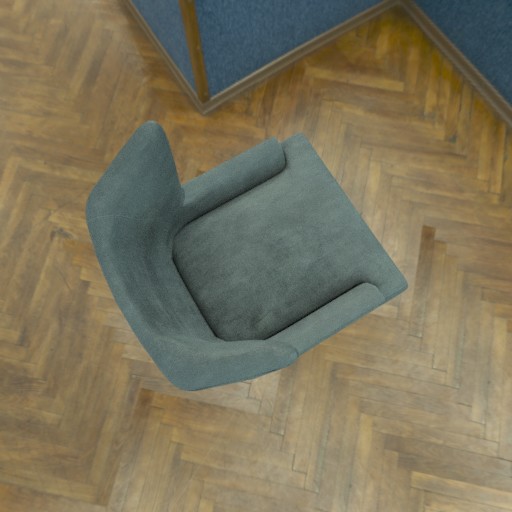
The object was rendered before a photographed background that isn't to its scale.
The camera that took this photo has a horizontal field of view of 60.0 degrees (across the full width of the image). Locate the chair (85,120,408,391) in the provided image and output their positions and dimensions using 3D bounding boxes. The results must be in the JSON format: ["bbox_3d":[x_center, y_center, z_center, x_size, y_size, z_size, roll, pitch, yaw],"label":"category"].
[{"bbox_3d":[0.000,0.000,1.635,0.906,0.950,0.784,-30,76,-8],"label":"chair"}]
